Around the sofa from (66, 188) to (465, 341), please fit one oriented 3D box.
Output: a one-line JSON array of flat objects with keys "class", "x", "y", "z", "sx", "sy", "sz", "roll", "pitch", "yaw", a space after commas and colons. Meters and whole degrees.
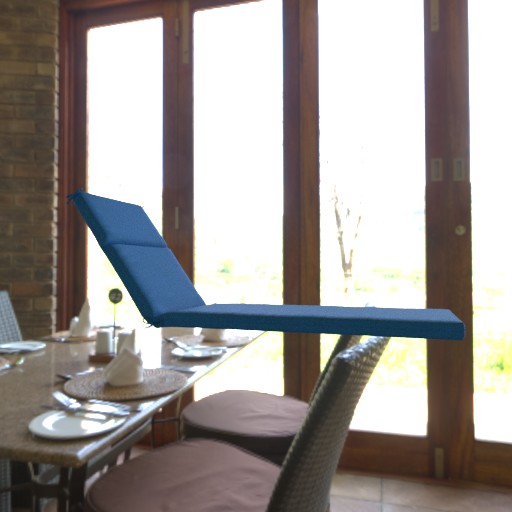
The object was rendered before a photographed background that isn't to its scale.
[{"class": "sofa", "x": 0.000, "y": 0.000, "z": 2.002, "sx": 1.663, "sy": 0.622, "sz": 0.582, "roll": -1, "pitch": -2, "yaw": 18}]
